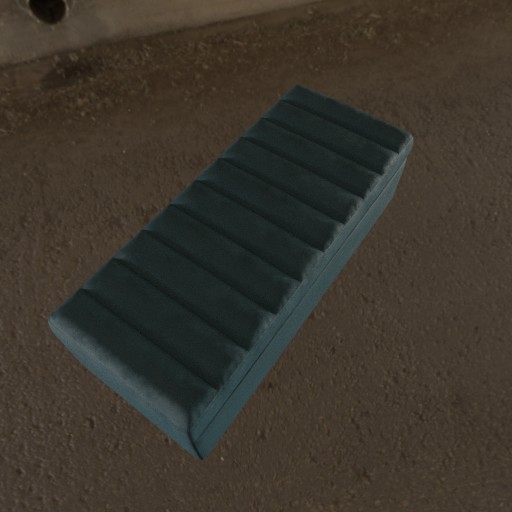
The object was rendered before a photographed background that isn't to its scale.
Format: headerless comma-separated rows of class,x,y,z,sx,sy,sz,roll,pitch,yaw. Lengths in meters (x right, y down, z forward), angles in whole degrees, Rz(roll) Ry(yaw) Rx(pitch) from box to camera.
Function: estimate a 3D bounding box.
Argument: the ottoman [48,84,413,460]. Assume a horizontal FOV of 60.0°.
ottoman,0.000,0.000,1.438,0.482,0.469,1.151,31,62,18
